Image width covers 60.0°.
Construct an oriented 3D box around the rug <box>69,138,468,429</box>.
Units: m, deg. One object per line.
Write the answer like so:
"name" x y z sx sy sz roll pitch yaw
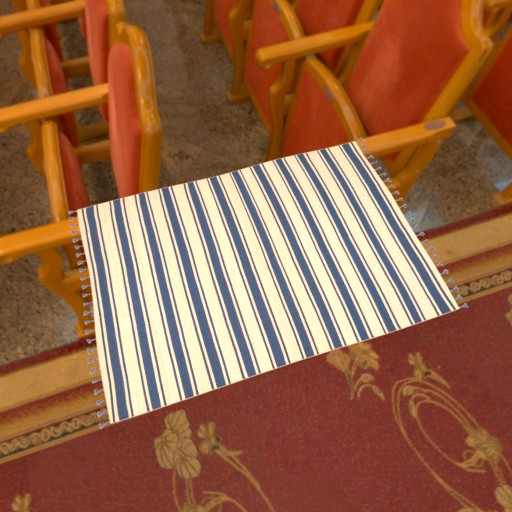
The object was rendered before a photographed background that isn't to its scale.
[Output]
"rug" 0.000 0.000 2.956 2.315 0.010 1.544 -16 60 -9
